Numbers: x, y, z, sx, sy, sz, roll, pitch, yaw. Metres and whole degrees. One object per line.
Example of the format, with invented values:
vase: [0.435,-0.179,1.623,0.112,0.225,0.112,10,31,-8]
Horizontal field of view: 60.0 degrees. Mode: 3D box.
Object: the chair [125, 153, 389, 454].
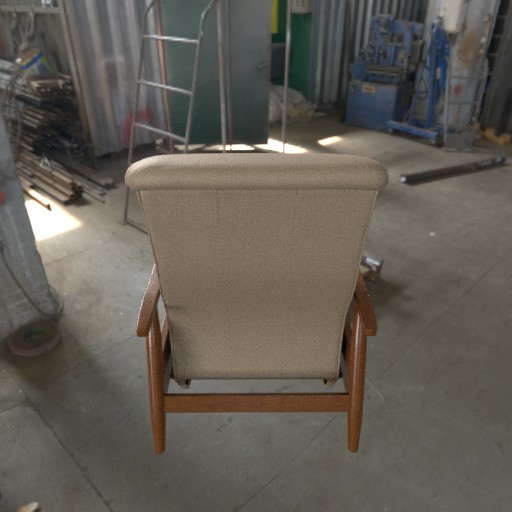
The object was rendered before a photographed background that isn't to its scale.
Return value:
chair: [0.000,0.000,1.736,0.762,1.082,1.032,0,30,0]
